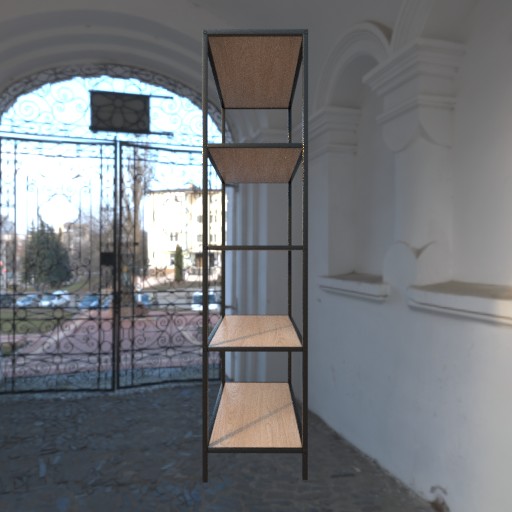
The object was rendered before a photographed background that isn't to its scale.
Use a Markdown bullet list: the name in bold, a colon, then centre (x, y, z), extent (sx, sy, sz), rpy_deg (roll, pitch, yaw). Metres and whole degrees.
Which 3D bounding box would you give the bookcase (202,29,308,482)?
- **bookcase**: centre (0.000, 0.000, 1.849), extent (0.350, 1.500, 0.770), rpy_deg (0, 0, 0)
